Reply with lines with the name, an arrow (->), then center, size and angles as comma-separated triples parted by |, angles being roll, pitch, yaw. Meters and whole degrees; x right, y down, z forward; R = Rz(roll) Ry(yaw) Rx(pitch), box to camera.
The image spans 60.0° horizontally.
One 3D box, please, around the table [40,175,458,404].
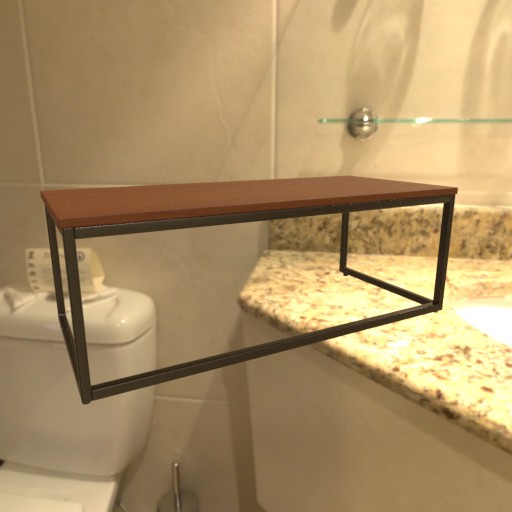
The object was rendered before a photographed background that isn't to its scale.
table -> 0.000, 0.000, 1.330 | 1.100, 0.400, 0.500 | -8, 17, -27
